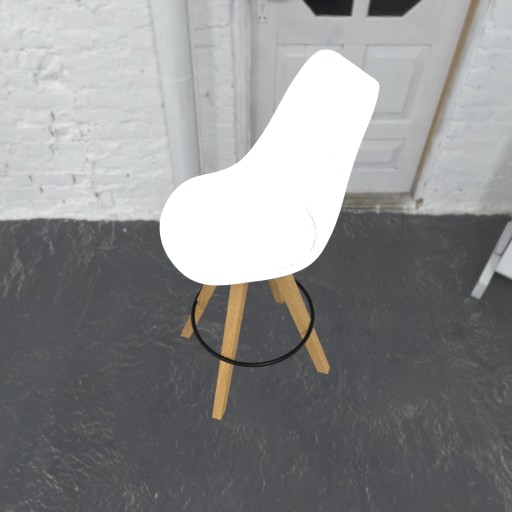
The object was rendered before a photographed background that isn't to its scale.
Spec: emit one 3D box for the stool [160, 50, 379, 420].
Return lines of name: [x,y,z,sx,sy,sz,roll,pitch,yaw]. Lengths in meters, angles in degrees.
stool: [0.000,0.000,1.396,0.549,1.115,0.482,-18,49,-16]
